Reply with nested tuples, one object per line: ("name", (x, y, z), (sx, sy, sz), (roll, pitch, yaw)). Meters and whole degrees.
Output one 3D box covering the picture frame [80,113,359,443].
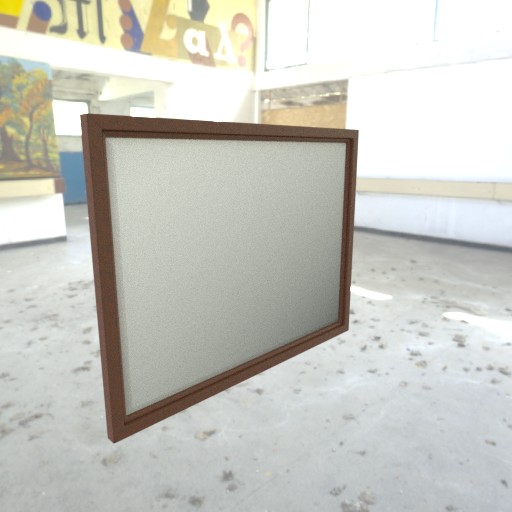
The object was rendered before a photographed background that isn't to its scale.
("picture frame", (0.000, 0.000, 1.780), (1.329, 1.018, 0.045), (-13, 18, -43))
